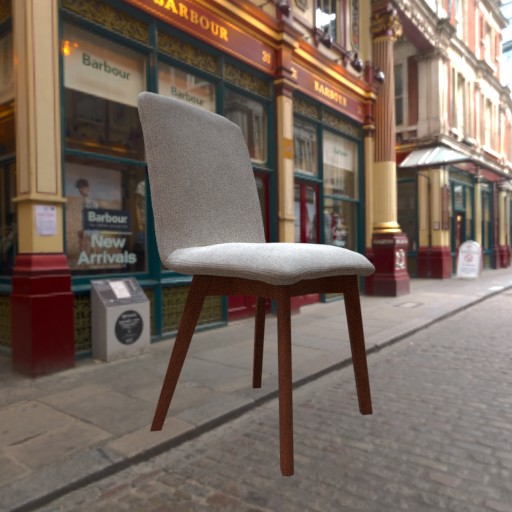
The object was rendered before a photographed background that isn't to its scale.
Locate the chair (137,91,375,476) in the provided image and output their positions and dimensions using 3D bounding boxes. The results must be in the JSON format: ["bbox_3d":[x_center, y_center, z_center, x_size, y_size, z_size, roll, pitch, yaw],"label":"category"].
[{"bbox_3d":[0.000,0.000,1.327,0.563,0.974,0.522,1,1,37],"label":"chair"}]
